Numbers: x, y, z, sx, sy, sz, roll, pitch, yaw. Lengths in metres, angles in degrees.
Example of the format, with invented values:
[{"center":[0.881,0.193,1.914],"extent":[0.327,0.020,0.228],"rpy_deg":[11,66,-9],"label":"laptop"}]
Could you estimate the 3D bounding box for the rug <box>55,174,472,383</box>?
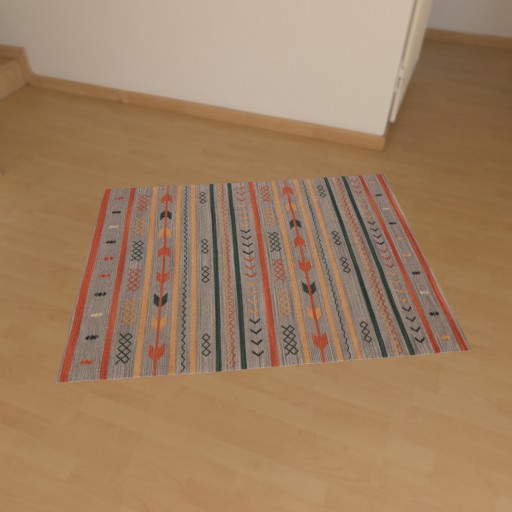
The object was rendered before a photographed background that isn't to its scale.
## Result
[{"center":[0.000,0.000,3.981],"extent":[3.029,0.022,2.263],"rpy_deg":[-4,46,-4],"label":"rug"}]
